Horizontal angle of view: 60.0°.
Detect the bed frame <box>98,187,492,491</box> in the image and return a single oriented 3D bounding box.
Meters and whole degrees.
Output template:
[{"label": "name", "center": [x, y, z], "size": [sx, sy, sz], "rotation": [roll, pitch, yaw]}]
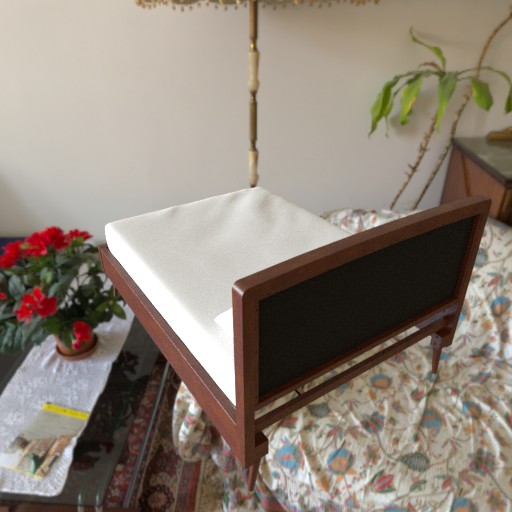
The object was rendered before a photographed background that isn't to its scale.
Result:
[{"label": "bed frame", "center": [0.000, 0.000, 3.060], "size": [1.587, 1.279, 2.171], "rotation": [-18, 34, -29]}]
